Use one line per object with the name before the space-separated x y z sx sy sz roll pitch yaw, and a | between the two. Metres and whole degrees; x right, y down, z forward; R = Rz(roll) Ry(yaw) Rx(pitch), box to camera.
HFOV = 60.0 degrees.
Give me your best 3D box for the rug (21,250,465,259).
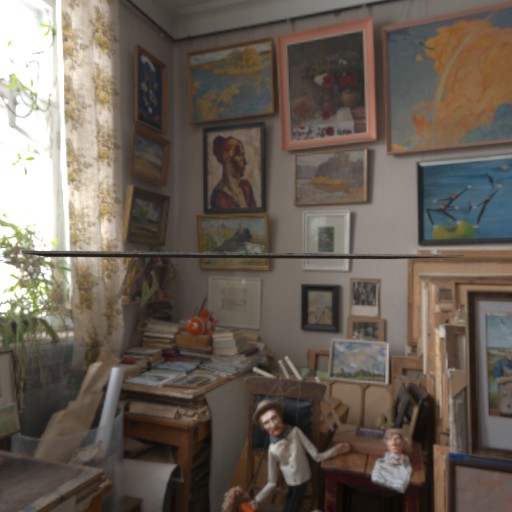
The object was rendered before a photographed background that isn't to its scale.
rug | 0.000 0.000 2.700 2.434 0.013 0.770 0 -2 -18
